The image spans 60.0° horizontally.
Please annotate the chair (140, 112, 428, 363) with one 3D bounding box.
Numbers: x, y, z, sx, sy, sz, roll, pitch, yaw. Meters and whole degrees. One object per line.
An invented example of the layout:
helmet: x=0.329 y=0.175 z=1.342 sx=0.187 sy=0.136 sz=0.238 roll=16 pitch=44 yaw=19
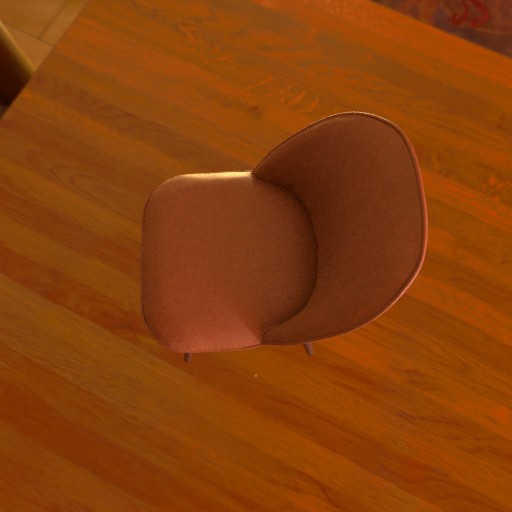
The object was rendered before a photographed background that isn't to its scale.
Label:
chair: x=0.000 y=0.000 z=1.219 sx=0.631 sy=0.831 sz=0.521 roll=-3 pitch=75 yaw=-1
